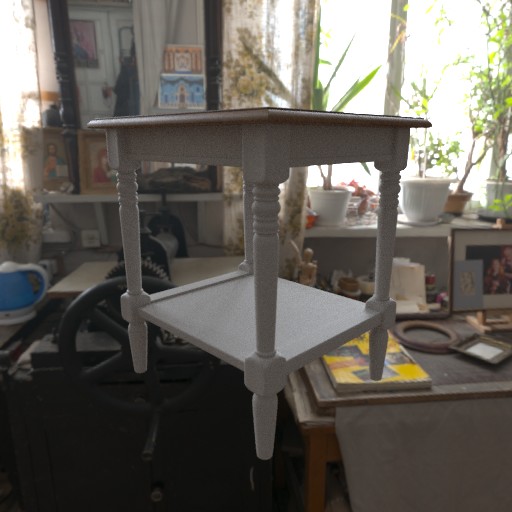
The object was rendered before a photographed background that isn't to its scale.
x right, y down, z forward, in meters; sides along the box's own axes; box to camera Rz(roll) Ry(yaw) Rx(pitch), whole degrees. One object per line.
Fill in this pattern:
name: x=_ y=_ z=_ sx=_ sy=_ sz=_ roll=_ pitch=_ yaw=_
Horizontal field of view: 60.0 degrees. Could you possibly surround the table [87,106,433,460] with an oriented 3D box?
table: x=0.000 y=0.000 z=0.944 sx=0.457 sy=0.561 sz=0.508 roll=-14 pitch=20 yaw=-43
